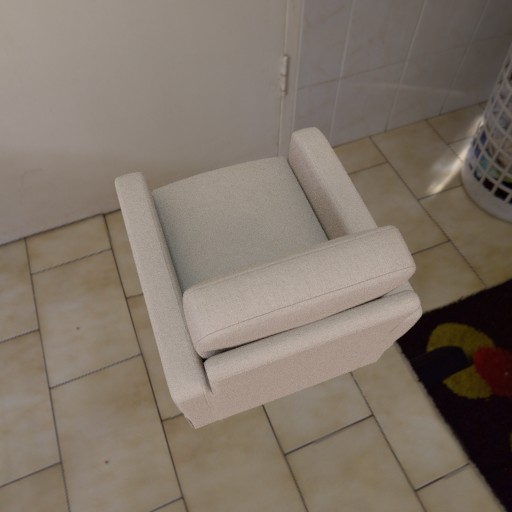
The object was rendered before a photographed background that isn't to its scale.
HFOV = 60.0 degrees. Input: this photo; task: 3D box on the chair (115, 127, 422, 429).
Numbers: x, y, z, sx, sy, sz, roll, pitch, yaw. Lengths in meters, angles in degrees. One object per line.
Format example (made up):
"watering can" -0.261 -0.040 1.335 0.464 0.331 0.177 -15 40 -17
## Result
"chair" 0.000 0.000 1.489 0.755 0.827 0.888 -17 59 -11
